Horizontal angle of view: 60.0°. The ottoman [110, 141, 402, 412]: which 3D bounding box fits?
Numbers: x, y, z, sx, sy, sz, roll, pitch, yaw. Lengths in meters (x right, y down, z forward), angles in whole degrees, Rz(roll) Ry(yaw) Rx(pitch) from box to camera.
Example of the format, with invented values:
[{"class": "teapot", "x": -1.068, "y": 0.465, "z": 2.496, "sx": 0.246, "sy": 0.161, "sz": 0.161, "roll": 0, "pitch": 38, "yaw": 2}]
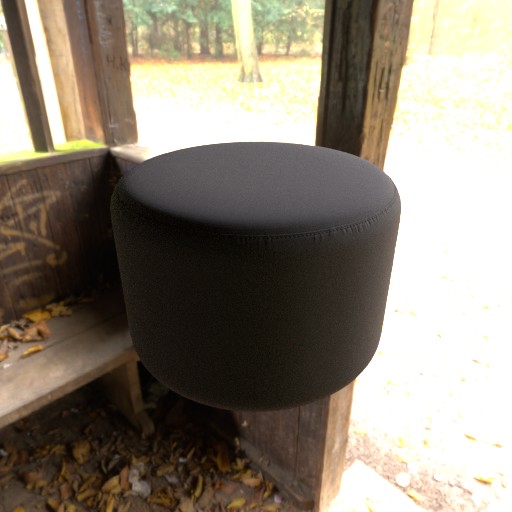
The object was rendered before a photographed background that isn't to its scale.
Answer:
[{"class": "ottoman", "x": 0.000, "y": 0.000, "z": 1.030, "sx": 0.608, "sy": 0.433, "sz": 0.608, "roll": 0, "pitch": 28, "yaw": 0}]
